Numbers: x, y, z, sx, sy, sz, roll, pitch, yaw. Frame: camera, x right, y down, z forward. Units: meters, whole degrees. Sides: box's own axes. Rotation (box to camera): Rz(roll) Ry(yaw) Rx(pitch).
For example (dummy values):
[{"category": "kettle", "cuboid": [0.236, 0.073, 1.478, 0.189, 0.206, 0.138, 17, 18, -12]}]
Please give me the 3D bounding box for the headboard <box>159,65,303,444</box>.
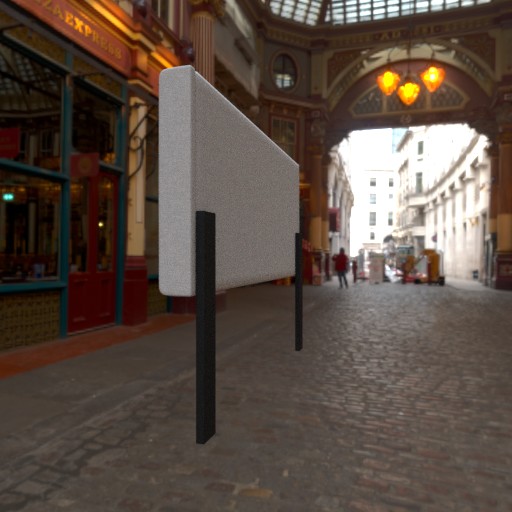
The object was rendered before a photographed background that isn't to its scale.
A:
[{"category": "headboard", "cuboid": [0.000, 0.000, 2.753, 0.184, 1.524, 2.051, 0, 0, 18]}]
